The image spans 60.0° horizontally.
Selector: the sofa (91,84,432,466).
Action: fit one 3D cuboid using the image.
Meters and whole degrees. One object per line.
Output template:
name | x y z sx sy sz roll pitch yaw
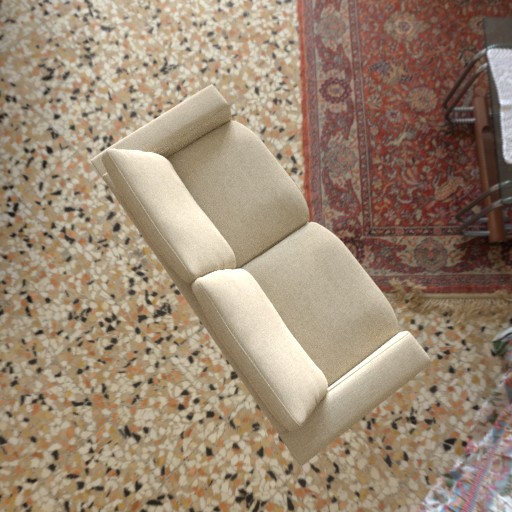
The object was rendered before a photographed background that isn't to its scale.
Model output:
sofa | 0.000 0.000 2.857 1.040 0.922 2.299 -35 79 -8
